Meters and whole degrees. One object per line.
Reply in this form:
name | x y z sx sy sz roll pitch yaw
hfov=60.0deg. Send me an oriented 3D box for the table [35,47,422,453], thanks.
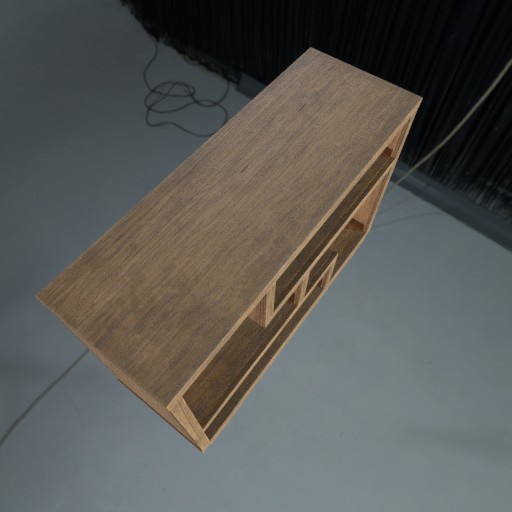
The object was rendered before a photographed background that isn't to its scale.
table | 0.000 0.000 1.518 0.410 0.771 1.151 33 65 18
